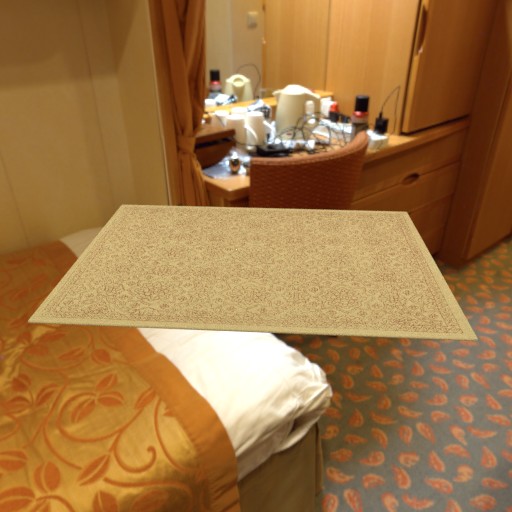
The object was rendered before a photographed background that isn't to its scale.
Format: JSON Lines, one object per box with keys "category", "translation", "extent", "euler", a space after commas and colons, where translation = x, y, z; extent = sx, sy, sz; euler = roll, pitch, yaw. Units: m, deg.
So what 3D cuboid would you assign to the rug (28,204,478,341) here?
{"category": "rug", "translation": [0.000, 0.000, 2.317], "extent": [1.829, 0.010, 1.219], "euler": [2, 30, 3]}
